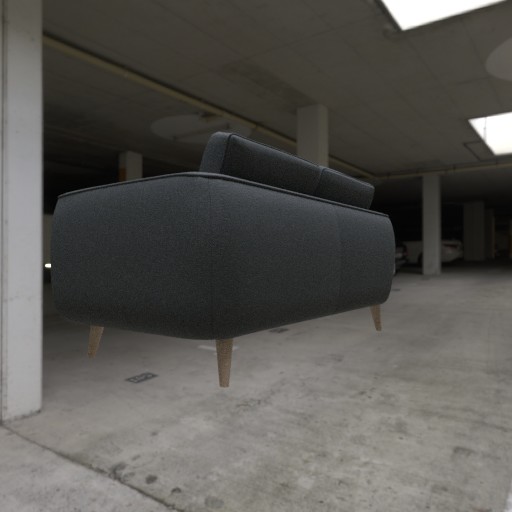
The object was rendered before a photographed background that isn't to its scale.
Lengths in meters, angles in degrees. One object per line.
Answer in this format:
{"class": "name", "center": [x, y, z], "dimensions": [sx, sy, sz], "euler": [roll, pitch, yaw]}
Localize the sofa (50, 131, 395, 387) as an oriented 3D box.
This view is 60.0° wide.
{"class": "sofa", "center": [0.000, 0.000, 2.210], "dimensions": [0.920, 0.850, 1.700], "euler": [0, -1, 36]}
